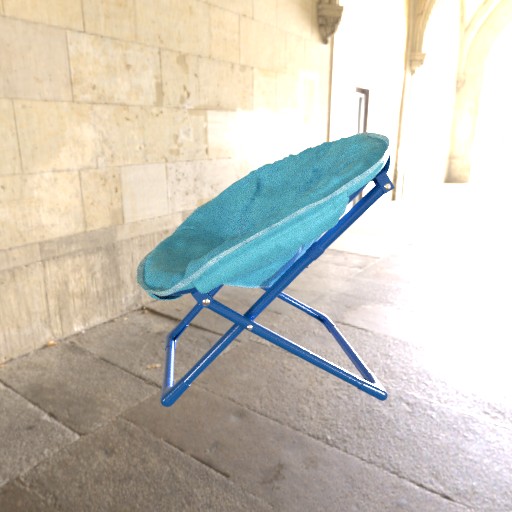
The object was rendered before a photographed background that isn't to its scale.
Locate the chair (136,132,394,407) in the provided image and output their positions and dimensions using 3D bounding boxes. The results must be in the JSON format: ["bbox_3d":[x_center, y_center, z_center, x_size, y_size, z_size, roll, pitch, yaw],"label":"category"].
[{"bbox_3d":[0.000,0.000,0.887,0.465,0.478,0.520,-3,16,-9],"label":"chair"}]
